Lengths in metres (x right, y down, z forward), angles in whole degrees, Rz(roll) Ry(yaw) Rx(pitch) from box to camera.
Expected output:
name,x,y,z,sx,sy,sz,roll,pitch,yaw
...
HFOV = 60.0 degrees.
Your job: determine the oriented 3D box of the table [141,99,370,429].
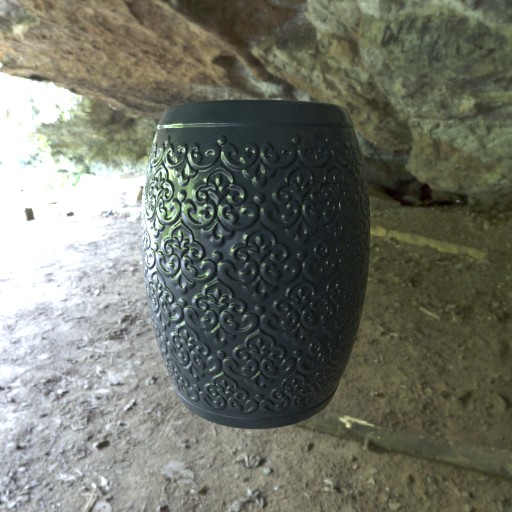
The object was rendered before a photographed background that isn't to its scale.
name,x,y,z,sx,sy,sz,roll,pitch,yaw
table,0.000,0.000,0.622,0.309,0.397,0.309,0,14,0
